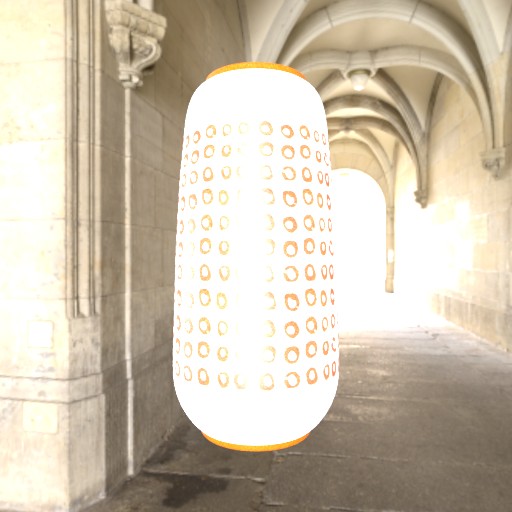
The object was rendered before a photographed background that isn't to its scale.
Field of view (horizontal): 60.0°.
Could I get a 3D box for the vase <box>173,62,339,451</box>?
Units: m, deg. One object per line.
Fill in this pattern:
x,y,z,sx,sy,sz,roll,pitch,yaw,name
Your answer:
0.000,0.000,0.362,0.133,0.282,0.133,0,0,0,vase
